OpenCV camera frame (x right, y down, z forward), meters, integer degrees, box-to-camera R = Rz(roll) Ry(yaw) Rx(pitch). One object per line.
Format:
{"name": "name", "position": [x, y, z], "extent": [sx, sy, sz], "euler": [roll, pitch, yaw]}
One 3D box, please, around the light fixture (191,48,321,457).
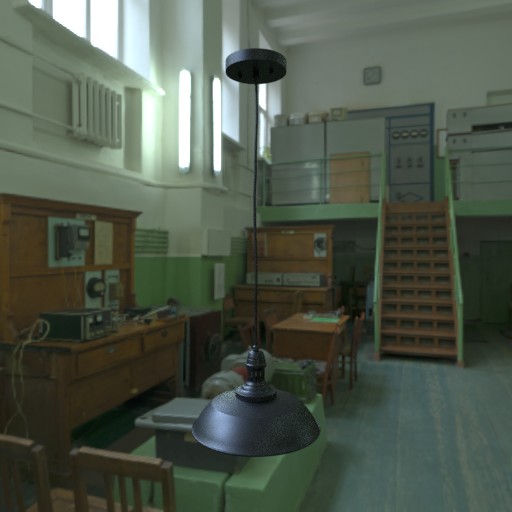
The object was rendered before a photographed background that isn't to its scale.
{"name": "light fixture", "position": [0.000, 0.000, 1.142], "extent": [0.331, 0.993, 0.331], "euler": [0, 1, 17]}
